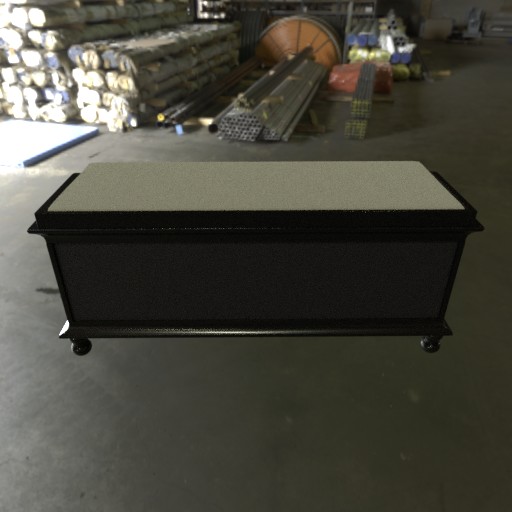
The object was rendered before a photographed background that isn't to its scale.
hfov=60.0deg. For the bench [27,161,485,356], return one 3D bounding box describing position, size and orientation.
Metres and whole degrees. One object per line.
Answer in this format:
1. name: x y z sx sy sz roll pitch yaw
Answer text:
1. bench: 0.000 0.000 1.421 1.185 0.501 0.402 0 31 -1
